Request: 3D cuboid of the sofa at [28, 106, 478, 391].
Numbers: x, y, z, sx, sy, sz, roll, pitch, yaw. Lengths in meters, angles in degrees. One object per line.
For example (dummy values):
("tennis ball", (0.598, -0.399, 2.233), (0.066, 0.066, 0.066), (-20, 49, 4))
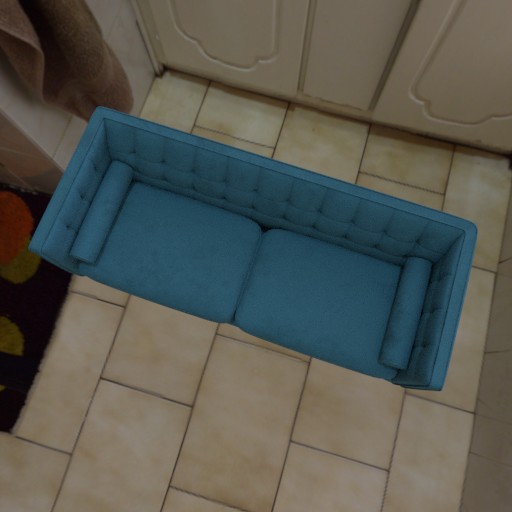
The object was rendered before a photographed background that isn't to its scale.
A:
("sofa", (0.000, 0.000, 2.526), (2.087, 0.789, 0.867), (18, 76, 5))
